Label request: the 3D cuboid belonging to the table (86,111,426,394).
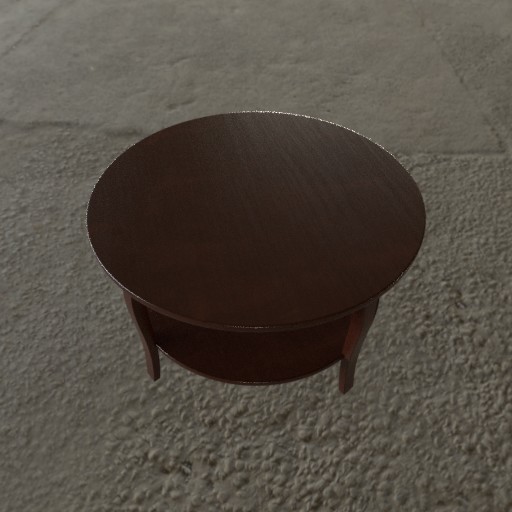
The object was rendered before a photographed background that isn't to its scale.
[{"bbox_3d":[0.000,0.000,1.409,0.911,0.512,0.911,0,46,0],"label":"table"}]
